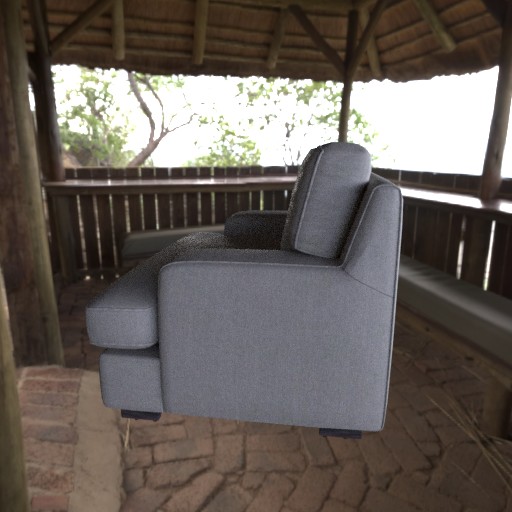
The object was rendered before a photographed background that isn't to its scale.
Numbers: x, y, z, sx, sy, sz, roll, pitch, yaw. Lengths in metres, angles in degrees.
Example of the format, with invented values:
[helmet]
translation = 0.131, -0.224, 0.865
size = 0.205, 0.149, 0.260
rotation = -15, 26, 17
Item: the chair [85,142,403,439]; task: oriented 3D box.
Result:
[chair]
translation = 0.000, 0.000, 1.976
size = 1.043, 0.974, 1.270
rotation = 2, 14, 8
